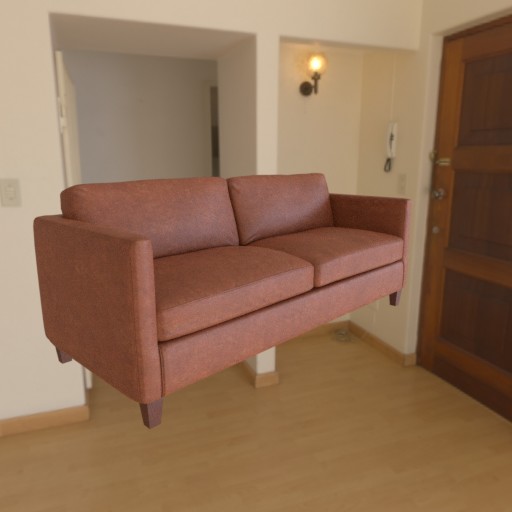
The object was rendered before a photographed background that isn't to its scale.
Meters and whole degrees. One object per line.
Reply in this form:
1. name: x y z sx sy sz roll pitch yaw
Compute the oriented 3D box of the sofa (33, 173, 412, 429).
1. sofa: 0.000 0.000 2.663 0.950 0.932 2.204 12 17 43
